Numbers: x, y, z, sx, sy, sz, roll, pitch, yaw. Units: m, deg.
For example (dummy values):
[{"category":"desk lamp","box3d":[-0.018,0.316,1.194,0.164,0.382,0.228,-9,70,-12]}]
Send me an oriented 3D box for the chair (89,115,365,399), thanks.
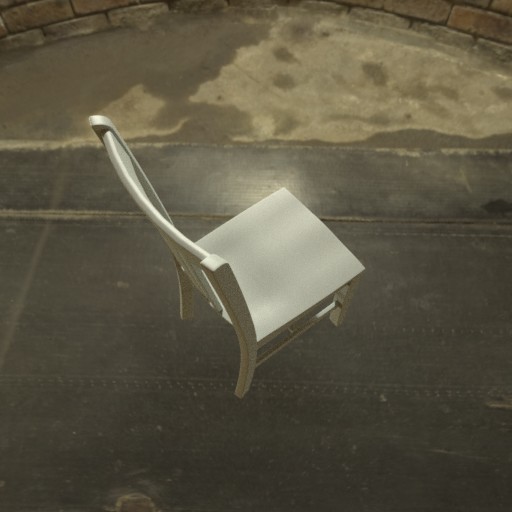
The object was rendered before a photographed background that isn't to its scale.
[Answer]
[{"category":"chair","box3d":[0.000,0.000,1.306,0.555,0.998,0.450,-33,64,-18]}]
